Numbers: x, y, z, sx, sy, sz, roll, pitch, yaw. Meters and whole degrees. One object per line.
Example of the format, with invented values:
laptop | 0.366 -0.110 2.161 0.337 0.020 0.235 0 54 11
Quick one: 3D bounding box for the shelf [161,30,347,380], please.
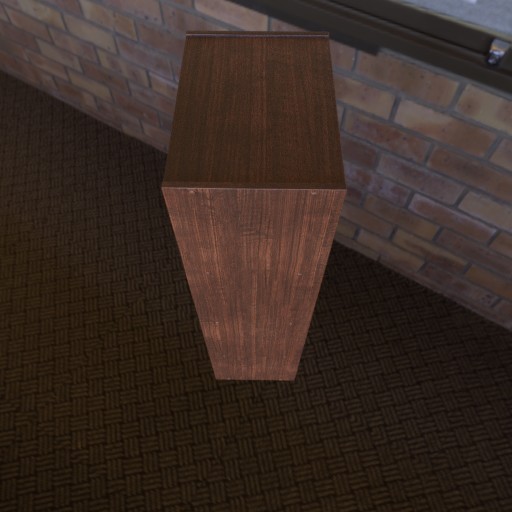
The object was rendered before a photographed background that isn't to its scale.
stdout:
shelf | 0.000 0.000 1.268 0.290 1.099 0.415 1 59 0
